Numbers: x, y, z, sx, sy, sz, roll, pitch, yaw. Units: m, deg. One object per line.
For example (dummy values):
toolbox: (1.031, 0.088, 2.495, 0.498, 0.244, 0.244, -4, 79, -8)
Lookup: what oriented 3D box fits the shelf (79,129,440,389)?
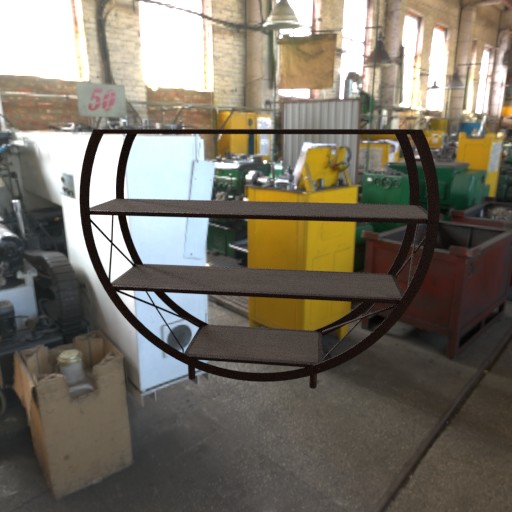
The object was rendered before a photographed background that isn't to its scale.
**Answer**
shelf: (0.000, 0.000, 1.932, 1.403, 1.063, 0.344, 2, 16, 7)
